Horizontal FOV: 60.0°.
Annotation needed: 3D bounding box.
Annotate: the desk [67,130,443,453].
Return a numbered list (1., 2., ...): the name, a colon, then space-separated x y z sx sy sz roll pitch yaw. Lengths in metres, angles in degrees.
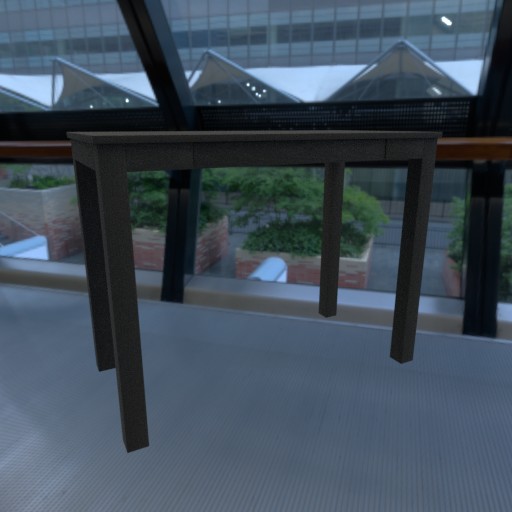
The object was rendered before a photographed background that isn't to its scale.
1. desk: 0.000 0.000 1.415 0.991 0.762 0.499 -8 18 -27
